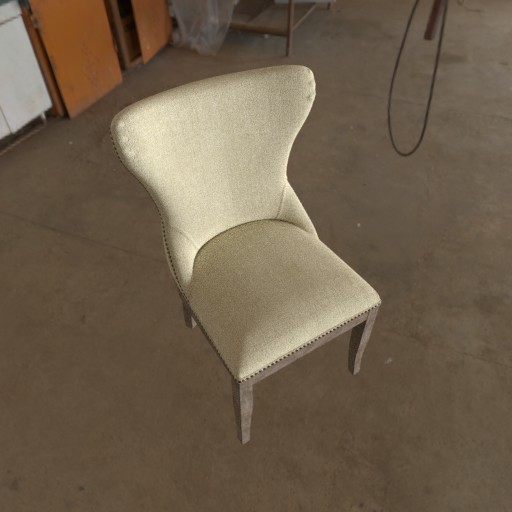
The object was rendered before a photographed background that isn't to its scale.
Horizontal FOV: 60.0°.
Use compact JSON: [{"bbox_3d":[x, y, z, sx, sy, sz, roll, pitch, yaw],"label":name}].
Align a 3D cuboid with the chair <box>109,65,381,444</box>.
[{"bbox_3d":[0.000,0.000,1.480,0.654,1.002,0.681,-24,50,-22],"label":"chair"}]
